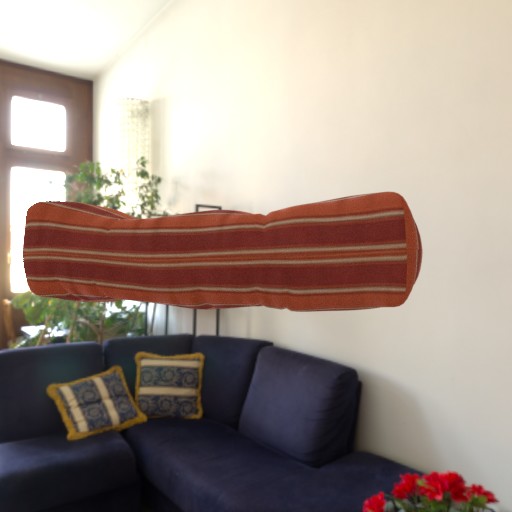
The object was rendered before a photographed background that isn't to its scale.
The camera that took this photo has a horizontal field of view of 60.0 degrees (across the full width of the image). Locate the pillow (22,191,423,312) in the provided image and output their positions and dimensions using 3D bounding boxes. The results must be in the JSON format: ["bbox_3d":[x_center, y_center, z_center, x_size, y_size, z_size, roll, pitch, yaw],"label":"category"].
[{"bbox_3d":[0.000,0.000,0.695,0.468,0.133,0.490,0,-1,17],"label":"pillow"}]
